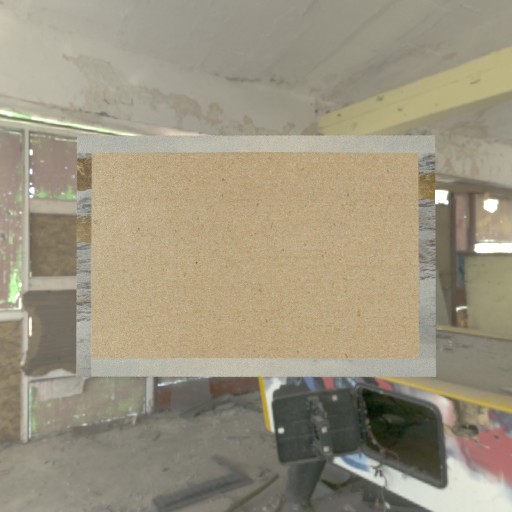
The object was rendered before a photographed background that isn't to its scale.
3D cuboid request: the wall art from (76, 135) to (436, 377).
[{"bbox_3d":[0.000,0.000,0.767,0.606,0.407,0.041,0,0,0],"label":"wall art"}]
